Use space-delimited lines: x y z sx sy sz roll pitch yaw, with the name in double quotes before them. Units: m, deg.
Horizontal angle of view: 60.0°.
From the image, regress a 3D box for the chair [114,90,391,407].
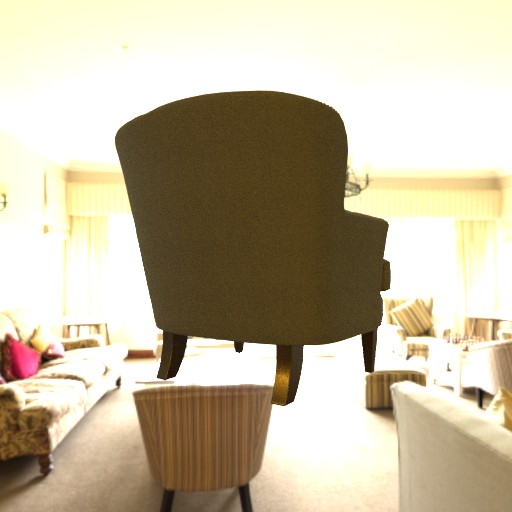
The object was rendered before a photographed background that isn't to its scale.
"chair" 0.000 0.000 1.606 0.848 0.868 0.906 -1 -1 36
